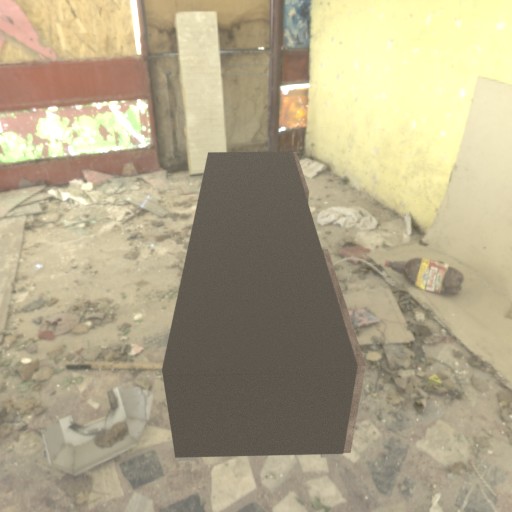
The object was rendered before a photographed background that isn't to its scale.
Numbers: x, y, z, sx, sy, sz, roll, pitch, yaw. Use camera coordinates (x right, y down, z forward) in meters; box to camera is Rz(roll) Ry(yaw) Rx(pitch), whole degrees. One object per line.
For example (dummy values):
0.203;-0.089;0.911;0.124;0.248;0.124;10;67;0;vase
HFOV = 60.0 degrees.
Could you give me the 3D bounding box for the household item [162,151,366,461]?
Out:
0.000;0.000;1.588;0.420;0.310;1.400;-1;31;-1;household item
